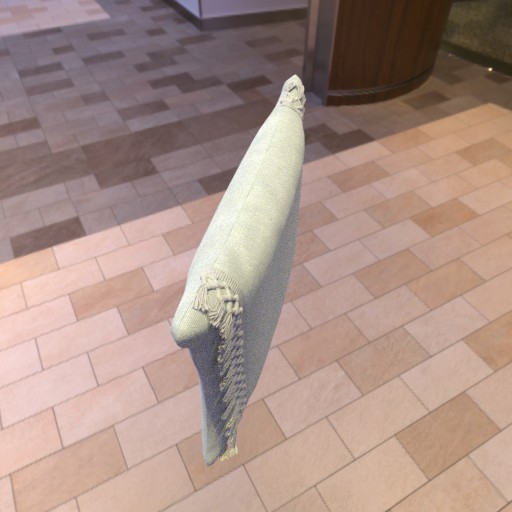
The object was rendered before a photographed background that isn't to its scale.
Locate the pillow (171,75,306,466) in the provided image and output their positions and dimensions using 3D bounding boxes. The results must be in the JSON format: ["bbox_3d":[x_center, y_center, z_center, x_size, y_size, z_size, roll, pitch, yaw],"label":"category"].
[{"bbox_3d":[0.000,0.000,0.599,0.084,0.305,0.466,11,47,10],"label":"pillow"}]
